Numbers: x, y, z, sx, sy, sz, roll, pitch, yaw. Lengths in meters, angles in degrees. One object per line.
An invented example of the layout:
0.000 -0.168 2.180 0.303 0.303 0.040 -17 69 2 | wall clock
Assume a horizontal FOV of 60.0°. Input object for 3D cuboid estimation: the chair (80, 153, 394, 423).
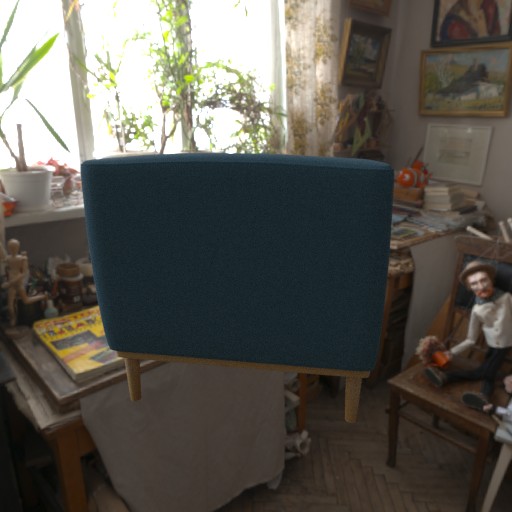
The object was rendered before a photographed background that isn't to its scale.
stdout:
0.000 0.000 1.649 0.946 0.818 0.951 3 18 8 | chair
